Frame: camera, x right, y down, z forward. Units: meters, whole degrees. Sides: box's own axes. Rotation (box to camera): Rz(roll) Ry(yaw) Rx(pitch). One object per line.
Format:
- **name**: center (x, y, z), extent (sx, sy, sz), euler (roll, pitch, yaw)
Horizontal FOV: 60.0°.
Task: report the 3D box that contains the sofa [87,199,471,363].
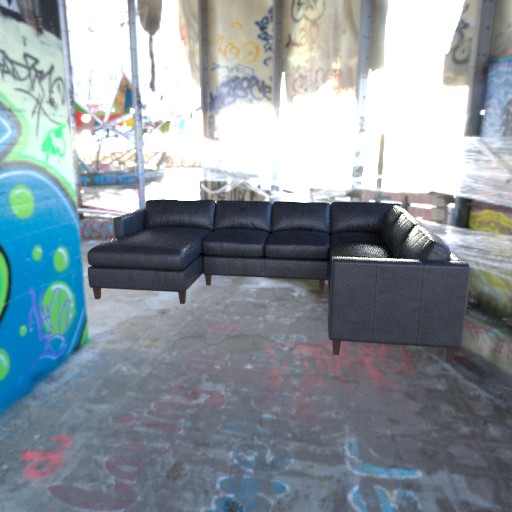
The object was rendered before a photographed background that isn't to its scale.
- **sofa**: center (0.000, 0.000, 4.469), extent (3.324, 0.891, 2.452), euler (2, 14, 9)
